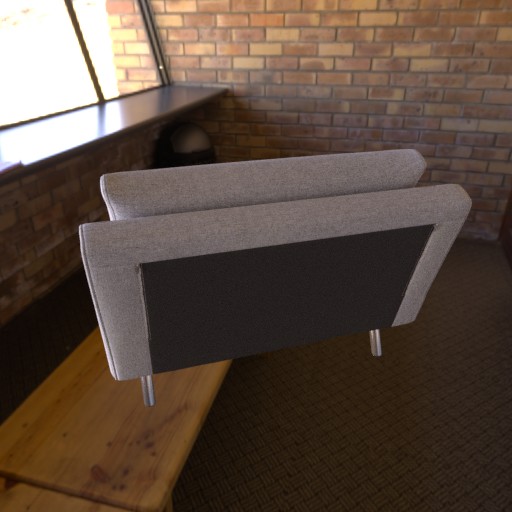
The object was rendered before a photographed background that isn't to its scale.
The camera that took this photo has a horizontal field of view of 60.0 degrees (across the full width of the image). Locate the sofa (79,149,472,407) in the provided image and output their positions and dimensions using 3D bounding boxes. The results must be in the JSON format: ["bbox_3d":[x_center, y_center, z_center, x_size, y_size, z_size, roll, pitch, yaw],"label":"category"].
[{"bbox_3d":[0.000,0.000,1.813,1.220,0.910,0.910,-8,28,-15],"label":"sofa"}]
